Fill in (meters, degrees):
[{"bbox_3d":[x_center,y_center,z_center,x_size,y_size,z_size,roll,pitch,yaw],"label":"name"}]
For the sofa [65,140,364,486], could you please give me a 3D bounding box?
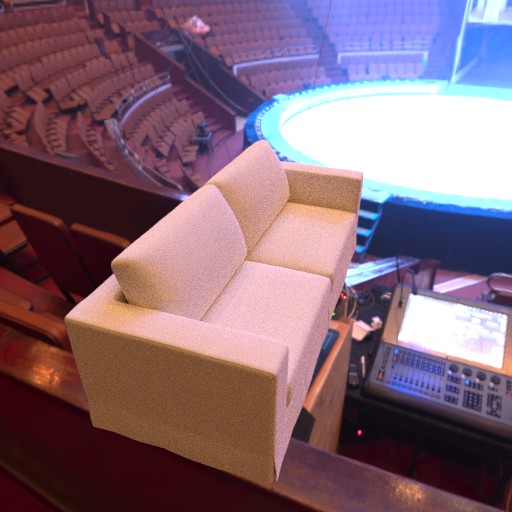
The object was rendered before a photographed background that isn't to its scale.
[{"bbox_3d":[0.000,0.000,2.659,0.954,0.881,2.163,11,33,17],"label":"sofa"}]
